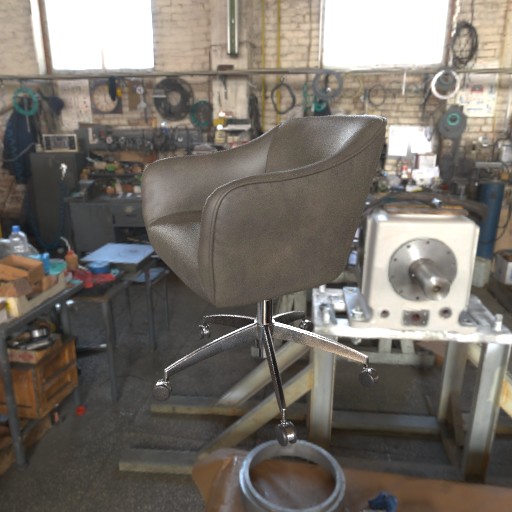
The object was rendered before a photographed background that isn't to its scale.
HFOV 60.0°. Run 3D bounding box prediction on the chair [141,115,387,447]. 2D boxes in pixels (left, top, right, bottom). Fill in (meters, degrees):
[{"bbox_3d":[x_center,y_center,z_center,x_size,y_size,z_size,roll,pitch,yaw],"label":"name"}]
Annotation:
[{"bbox_3d":[0.000,0.000,1.355,0.689,0.827,0.713,-8,18,-24],"label":"chair"}]
